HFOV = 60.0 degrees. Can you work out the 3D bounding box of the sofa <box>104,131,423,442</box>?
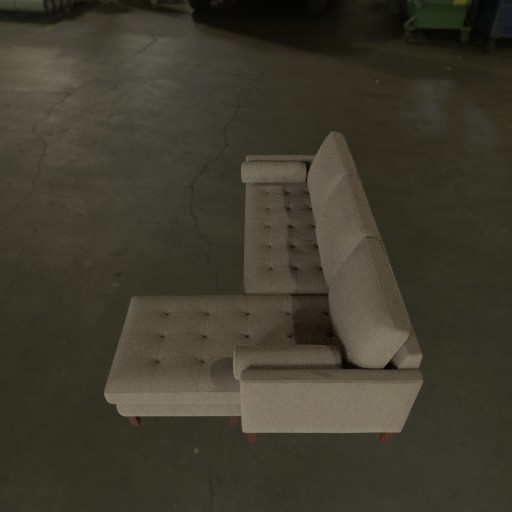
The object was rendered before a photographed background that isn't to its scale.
[{"bbox_3d":[0.000,0.000,2.918,1.506,0.875,2.178,0,40,0],"label":"sofa"}]
